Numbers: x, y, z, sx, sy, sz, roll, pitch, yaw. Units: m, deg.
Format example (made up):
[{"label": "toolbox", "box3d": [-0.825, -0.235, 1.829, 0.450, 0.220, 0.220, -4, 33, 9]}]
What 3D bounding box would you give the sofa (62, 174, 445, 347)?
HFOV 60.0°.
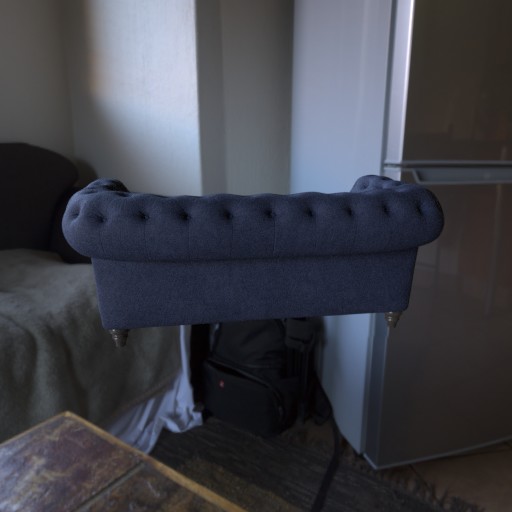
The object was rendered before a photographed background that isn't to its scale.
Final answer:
[{"label": "sofa", "box3d": [0.000, 0.000, 2.521, 1.988, 0.833, 1.082, -2, 15, -9]}]
